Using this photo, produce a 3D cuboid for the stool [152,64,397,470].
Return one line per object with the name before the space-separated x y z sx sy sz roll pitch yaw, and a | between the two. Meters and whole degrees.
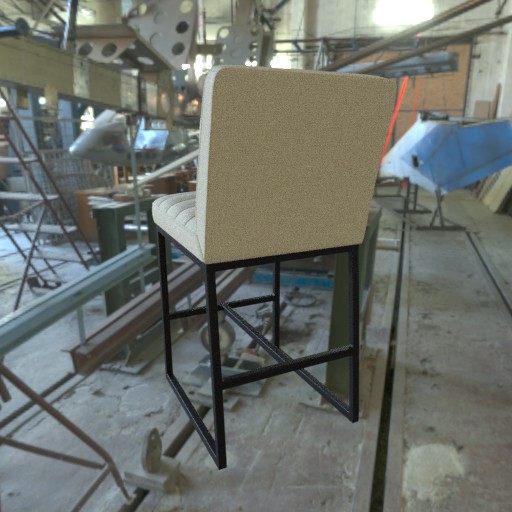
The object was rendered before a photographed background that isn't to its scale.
stool | 0.000 0.000 1.273 0.460 0.940 0.560 -8 17 -26
